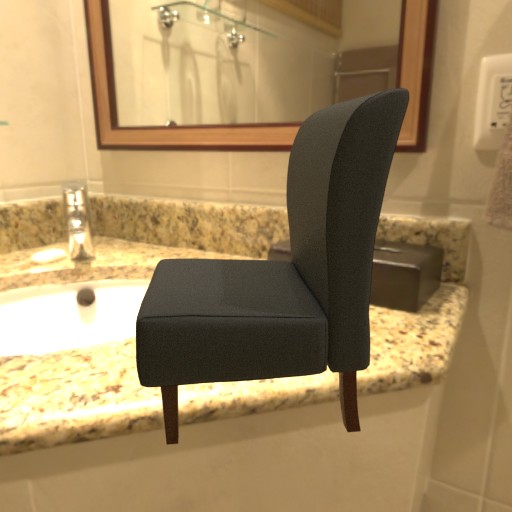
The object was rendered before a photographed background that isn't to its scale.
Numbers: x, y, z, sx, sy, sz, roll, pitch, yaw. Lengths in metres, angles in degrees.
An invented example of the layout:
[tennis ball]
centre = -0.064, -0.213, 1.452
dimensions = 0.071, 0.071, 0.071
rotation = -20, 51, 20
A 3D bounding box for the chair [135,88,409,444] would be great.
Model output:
[chair]
centre = 0.000, 0.000, 1.179
dimensions = 0.592, 0.804, 0.513
rotation = -2, 15, -7
